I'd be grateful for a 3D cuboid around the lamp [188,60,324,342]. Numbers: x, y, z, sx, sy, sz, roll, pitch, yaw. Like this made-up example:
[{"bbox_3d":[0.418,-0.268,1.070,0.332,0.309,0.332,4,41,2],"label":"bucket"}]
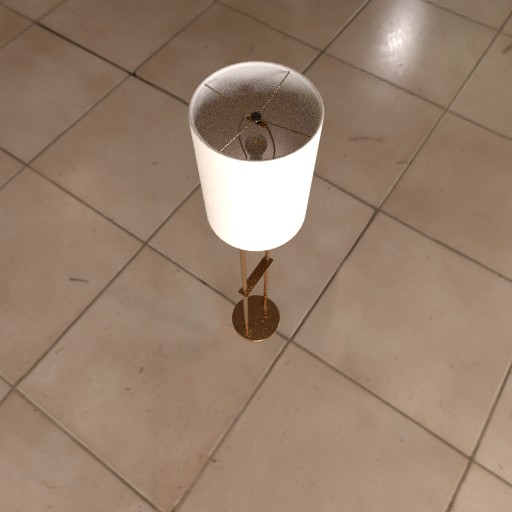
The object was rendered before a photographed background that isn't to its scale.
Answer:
[{"bbox_3d":[0.000,0.000,1.668,0.305,1.500,0.306,31,68,14],"label":"lamp"}]
